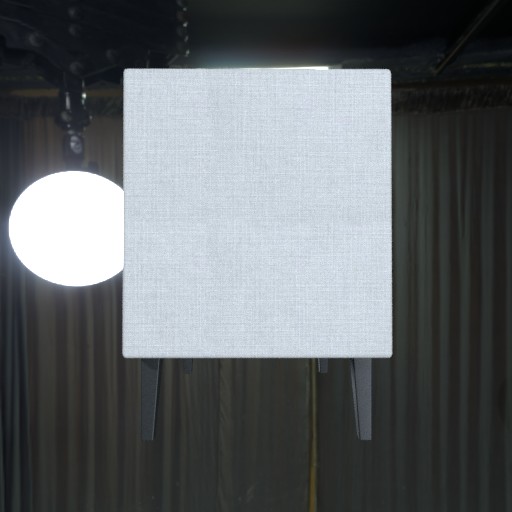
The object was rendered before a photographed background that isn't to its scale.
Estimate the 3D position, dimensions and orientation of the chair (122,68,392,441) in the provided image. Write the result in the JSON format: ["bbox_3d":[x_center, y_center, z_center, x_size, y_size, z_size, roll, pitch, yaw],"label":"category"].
[{"bbox_3d":[0.000,0.000,1.411,0.658,0.891,0.772,0,-1,0],"label":"chair"}]
